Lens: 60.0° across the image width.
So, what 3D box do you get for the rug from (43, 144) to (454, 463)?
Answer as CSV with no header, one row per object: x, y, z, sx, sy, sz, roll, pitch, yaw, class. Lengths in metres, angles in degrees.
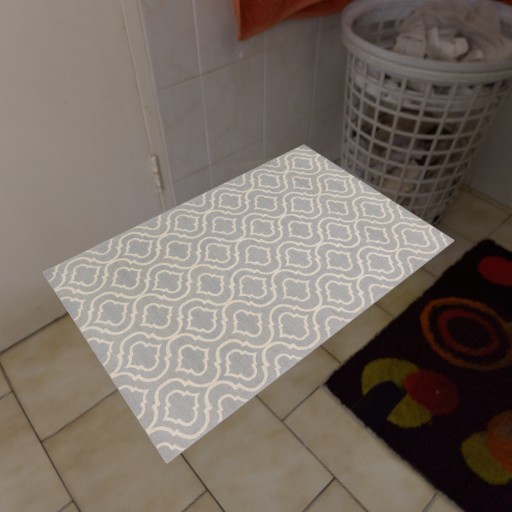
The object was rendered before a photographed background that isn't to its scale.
0.000,0.000,2.233,1.749,0.015,1.141,-31,54,-26,rug
